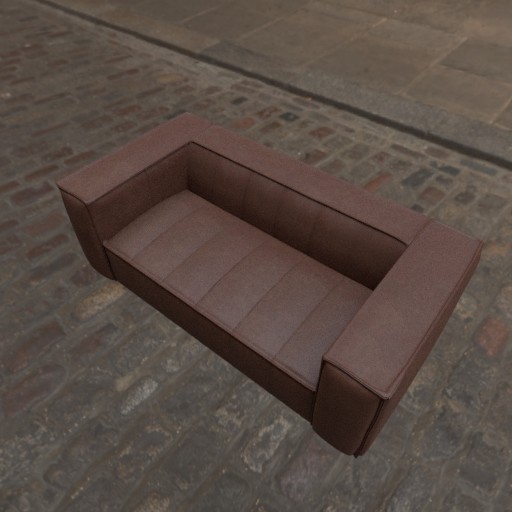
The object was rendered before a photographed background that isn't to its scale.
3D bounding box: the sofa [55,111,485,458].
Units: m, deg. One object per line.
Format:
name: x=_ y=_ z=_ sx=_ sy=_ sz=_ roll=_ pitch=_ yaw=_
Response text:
sofa: x=0.000 y=0.000 z=2.550 sx=2.088 sy=0.703 sz=1.102 roll=30 pitch=53 yaw=25
